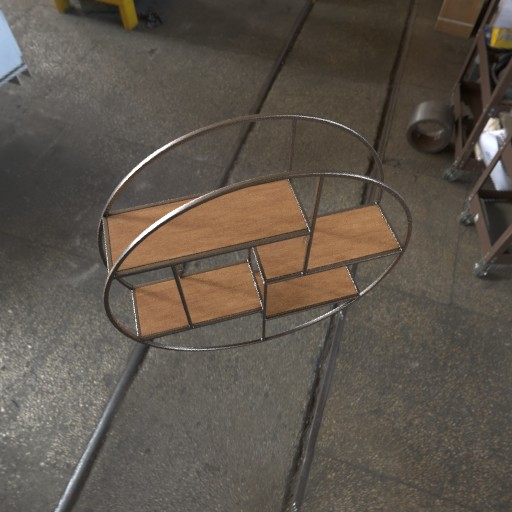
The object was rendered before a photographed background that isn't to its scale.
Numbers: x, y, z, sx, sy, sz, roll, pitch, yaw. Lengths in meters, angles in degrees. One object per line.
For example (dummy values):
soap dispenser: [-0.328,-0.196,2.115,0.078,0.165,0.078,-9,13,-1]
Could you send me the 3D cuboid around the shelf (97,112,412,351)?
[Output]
shelf: [0.000,0.000,1.336,0.888,0.888,0.202,-13,58,-8]
